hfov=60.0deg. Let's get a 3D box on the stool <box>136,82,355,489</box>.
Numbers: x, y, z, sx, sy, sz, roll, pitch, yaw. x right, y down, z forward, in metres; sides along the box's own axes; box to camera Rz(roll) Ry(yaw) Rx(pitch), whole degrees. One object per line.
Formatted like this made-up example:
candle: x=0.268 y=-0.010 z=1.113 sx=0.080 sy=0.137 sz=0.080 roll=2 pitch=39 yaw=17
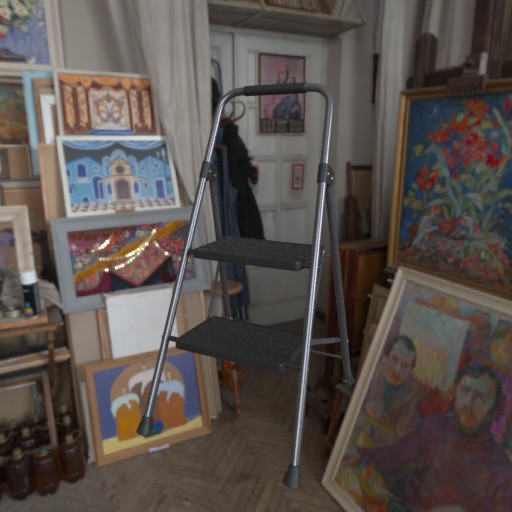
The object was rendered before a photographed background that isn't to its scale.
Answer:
stool: x=0.000 y=0.000 z=1.162 sx=0.450 sy=0.872 sz=0.514 roll=7 pitch=16 yaw=25
